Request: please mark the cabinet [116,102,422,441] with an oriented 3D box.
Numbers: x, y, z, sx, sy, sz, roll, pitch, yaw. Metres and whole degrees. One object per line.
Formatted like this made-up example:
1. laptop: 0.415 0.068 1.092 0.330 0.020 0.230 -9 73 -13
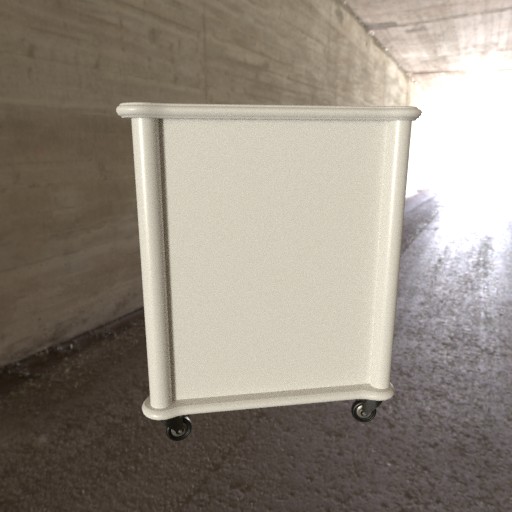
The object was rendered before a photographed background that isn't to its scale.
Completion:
1. cabinet: 0.000 0.000 1.244 0.627 0.761 0.628 -2 14 -9
